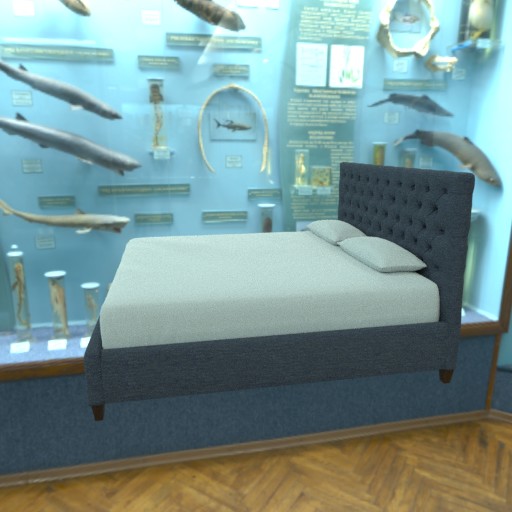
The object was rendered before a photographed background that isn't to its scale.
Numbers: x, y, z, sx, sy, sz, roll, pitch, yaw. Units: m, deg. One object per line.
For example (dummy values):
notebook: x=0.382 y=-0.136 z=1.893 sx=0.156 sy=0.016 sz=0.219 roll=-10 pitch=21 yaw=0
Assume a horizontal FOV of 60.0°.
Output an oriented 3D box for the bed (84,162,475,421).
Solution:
bed: x=0.000 y=0.000 z=3.615 sx=2.387 sy=1.427 sz=2.078 roll=-3 pitch=14 yaw=-11
